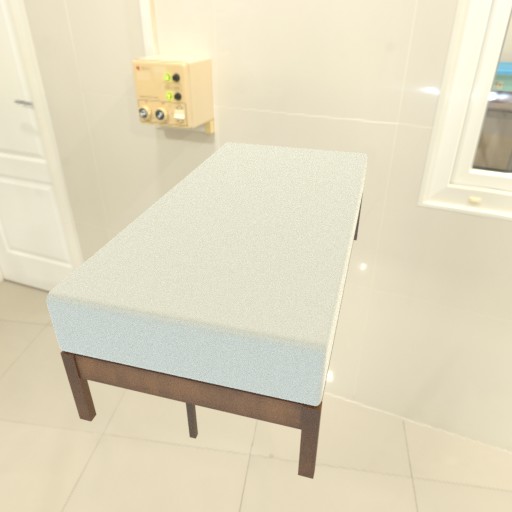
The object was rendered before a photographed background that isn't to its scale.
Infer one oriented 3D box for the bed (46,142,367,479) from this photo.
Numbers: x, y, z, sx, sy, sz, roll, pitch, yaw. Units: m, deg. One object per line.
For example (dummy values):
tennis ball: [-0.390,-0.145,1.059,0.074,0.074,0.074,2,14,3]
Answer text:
bed: [0.000,0.000,2.322,0.961,0.616,1.902,8,32,14]
